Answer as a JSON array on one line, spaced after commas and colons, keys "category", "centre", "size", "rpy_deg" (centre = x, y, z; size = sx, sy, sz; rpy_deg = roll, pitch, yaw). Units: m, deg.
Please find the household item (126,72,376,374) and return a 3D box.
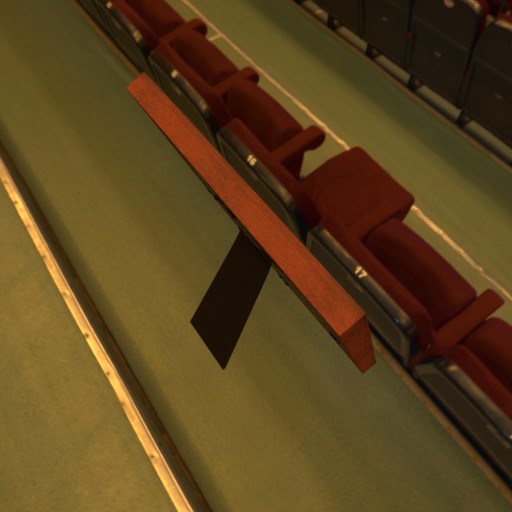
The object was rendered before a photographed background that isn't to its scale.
[{"category": "household item", "centre": [0.000, 0.000, 0.387], "size": [0.131, 0.240, 0.240], "rpy_deg": [-32, 64, -18]}]
